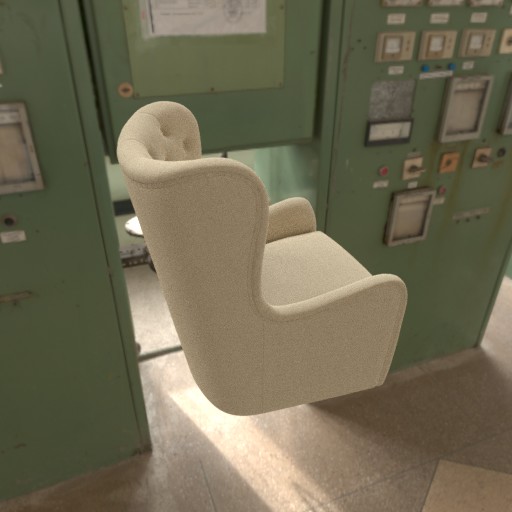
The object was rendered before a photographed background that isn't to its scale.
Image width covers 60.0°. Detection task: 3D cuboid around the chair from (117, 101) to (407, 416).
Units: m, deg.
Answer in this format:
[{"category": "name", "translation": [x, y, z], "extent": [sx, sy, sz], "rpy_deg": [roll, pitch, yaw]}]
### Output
[{"category": "chair", "translation": [0.000, 0.000, 1.767], "extent": [0.929, 1.079, 0.831], "rpy_deg": [-11, 32, -17]}]
